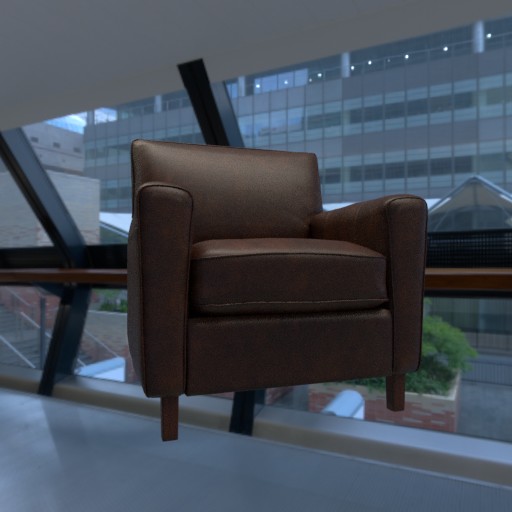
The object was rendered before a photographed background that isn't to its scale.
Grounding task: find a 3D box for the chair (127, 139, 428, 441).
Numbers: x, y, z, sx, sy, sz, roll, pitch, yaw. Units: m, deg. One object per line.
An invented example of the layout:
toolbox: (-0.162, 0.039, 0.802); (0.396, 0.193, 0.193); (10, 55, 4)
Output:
chair: (0.000, 0.000, 1.573); (0.870, 0.943, 0.823); (0, 0, -18)
